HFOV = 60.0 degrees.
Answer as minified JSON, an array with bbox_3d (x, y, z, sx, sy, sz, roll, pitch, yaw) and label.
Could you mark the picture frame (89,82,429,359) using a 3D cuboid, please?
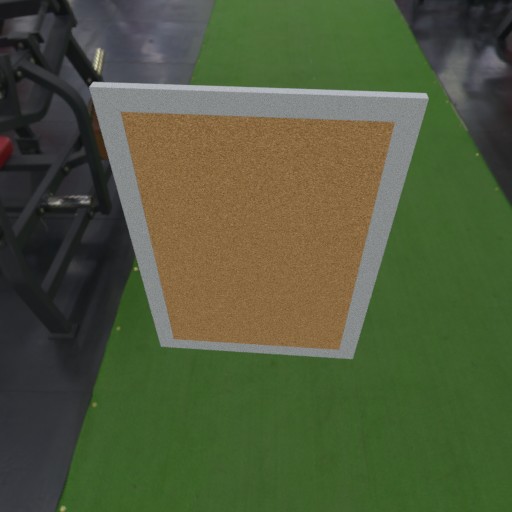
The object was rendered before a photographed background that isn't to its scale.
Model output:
[{"bbox_3d":[0.000,0.000,0.592,0.326,0.459,0.011,3,46,3],"label":"picture frame"}]
